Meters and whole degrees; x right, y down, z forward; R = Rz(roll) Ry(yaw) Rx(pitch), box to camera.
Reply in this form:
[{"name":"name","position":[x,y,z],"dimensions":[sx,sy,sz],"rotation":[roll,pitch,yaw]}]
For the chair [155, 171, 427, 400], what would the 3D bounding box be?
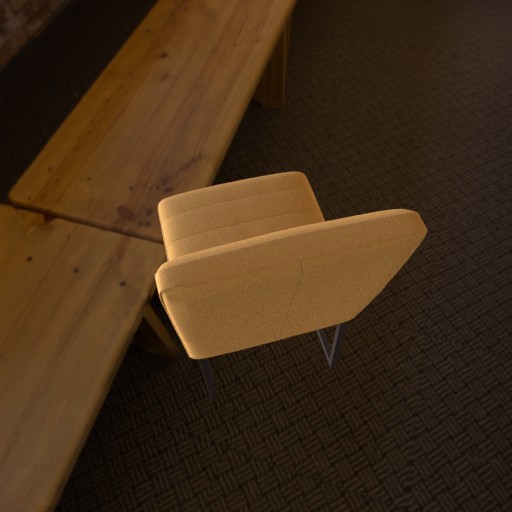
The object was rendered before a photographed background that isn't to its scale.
[{"name":"chair","position":[0.000,0.000,1.322],"dimensions":[0.520,0.930,0.634],"rotation":[-13,59,-8]}]
